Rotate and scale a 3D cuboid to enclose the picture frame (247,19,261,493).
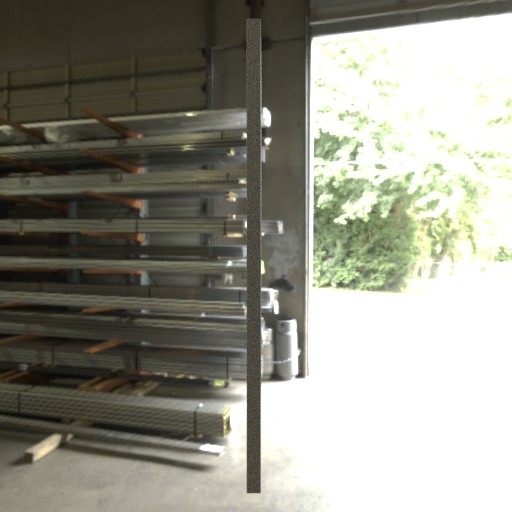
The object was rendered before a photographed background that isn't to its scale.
[{"bbox_3d":[0.000,0.000,0.558,0.013,0.434,0.305,0,0,1],"label":"picture frame"}]
